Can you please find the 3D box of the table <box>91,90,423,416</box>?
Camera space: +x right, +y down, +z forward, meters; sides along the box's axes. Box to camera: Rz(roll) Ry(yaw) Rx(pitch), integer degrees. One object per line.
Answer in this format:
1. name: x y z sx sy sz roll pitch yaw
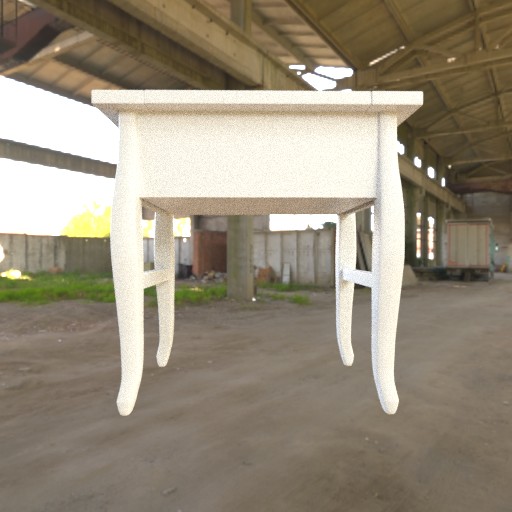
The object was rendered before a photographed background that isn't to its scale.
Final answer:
1. table: 0.000 0.000 1.031 0.599 0.605 0.463 0 0 -1
